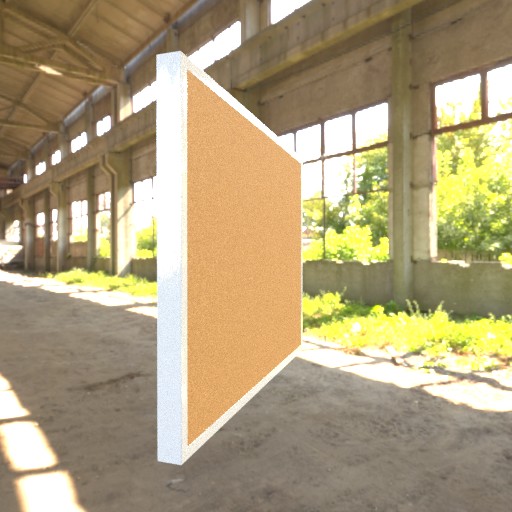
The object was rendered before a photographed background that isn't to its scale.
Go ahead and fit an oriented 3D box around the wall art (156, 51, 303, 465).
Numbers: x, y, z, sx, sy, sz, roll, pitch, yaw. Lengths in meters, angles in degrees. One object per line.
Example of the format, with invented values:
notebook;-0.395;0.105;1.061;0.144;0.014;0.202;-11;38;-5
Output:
wall art;0.000;0.000;1.343;0.053;0.787;1.041;0;1;19
